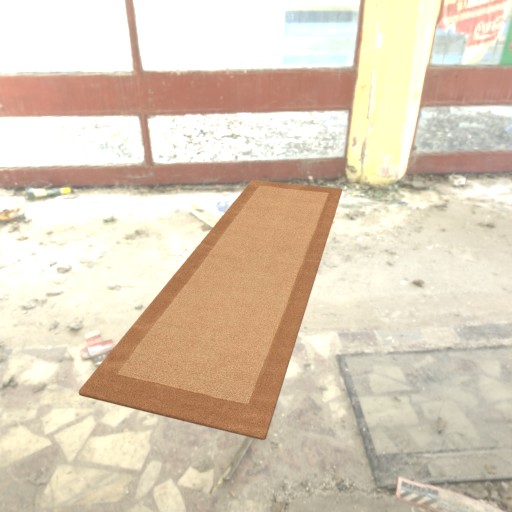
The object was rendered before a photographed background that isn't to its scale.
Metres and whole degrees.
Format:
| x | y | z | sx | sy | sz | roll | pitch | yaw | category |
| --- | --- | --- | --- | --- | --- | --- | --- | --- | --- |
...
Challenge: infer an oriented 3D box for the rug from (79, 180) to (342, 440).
| x | y | z | sx | sy | sz | roll | pitch | yaw | category |
| --- | --- | --- | --- | --- | --- | --- | --- | --- | --- |
| 0.000 | 0.000 | 2.654 | 0.764 | 0.017 | 2.439 | 8 | 31 | 14 | rug |
